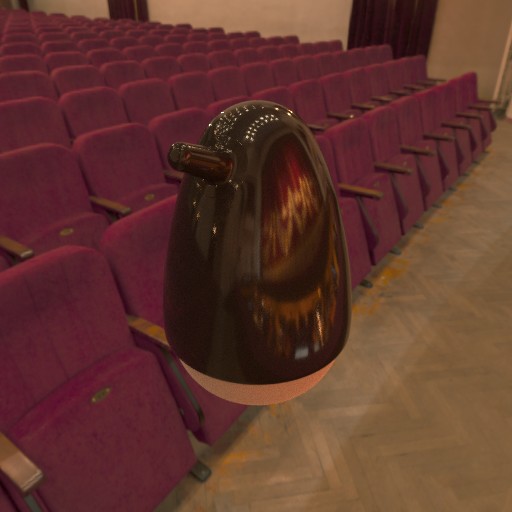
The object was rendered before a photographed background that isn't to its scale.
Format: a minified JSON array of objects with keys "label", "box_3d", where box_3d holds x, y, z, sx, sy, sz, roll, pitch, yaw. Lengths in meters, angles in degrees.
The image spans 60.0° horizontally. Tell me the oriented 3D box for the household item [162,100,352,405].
[{"label":"household item","box_3d":[0.000,0.000,0.227,0.102,0.152,0.104,19,34,30]}]
